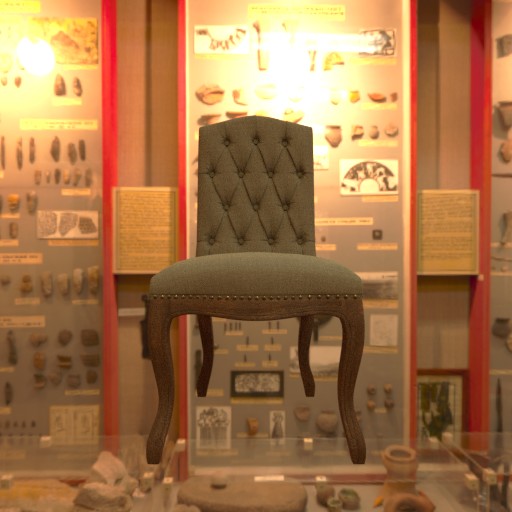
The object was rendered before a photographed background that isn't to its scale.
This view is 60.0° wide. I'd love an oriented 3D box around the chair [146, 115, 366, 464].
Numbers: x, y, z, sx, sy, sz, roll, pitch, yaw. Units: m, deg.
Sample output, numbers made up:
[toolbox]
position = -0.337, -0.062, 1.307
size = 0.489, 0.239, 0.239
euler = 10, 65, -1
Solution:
[chair]
position = 0.000, 0.000, 1.601
size = 0.637, 1.191, 0.731
euler = 0, 1, 0
